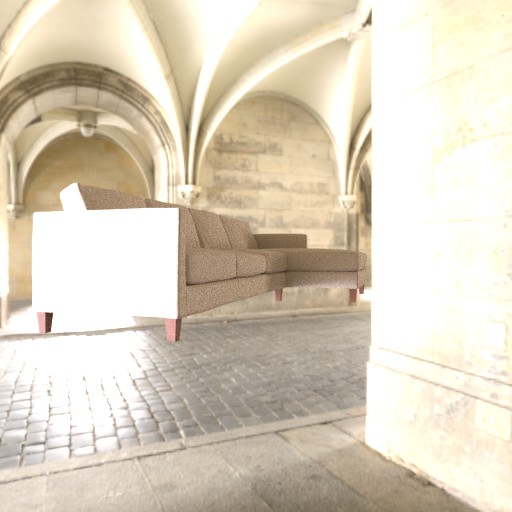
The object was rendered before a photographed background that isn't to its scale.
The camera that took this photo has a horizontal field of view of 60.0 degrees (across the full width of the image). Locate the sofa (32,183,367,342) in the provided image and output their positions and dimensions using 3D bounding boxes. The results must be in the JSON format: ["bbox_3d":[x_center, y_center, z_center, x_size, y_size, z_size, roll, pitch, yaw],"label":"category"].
[{"bbox_3d":[0.000,0.000,3.747,1.625,0.861,3.186,0,0,18],"label":"sofa"}]
